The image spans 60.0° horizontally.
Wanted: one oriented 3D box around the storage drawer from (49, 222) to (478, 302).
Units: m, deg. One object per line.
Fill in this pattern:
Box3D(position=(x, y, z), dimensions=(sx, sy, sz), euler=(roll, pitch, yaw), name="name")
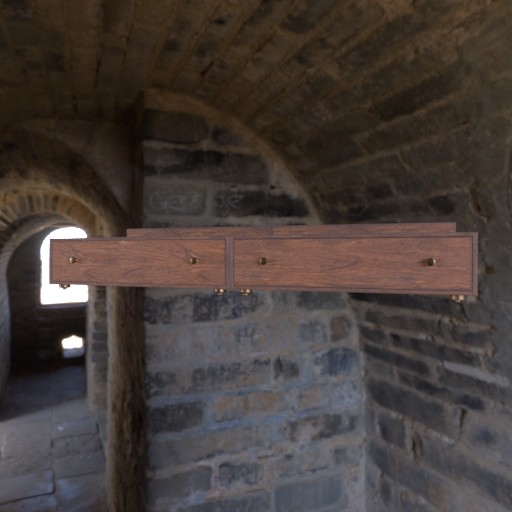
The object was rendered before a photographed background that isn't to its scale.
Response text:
Box3D(position=(0.000, 0.000, 2.236), dimensions=(1.914, 0.339, 0.774), euler=(0, 0, 18), name="storage drawer")
